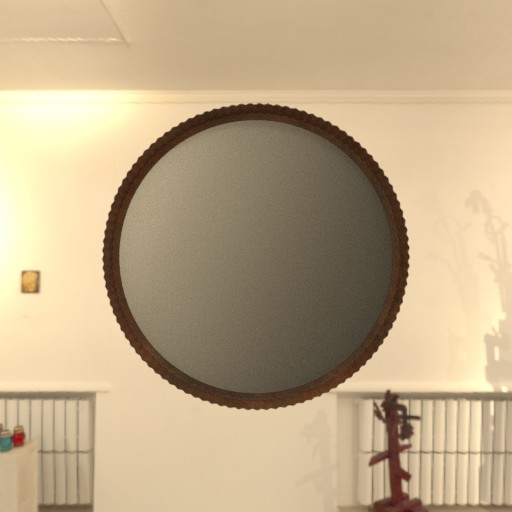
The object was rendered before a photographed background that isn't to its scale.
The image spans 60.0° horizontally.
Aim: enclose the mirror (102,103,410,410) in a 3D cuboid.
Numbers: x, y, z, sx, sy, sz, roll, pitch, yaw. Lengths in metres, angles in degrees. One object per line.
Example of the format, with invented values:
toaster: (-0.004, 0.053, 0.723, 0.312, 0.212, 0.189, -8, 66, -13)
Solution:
mirror: (0.000, 0.000, 0.900, 0.609, 0.609, 0.056, 0, -1, 0)
